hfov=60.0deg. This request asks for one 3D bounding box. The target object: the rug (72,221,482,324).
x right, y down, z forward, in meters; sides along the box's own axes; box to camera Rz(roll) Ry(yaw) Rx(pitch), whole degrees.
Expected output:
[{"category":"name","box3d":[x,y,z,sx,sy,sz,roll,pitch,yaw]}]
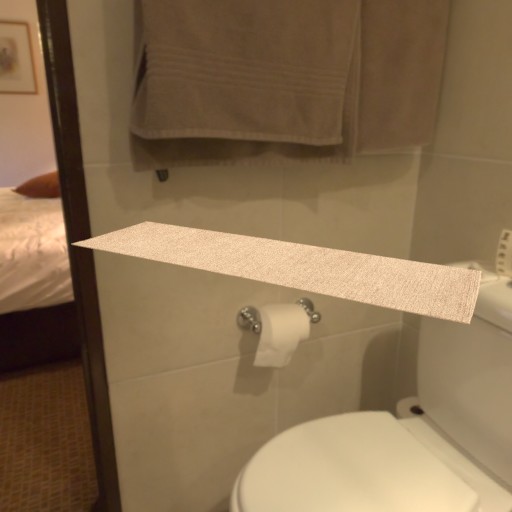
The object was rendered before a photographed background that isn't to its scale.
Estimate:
[{"category":"rug","box3d":[0.000,0.000,2.590,2.346,0.013,0.712,10,20,28]}]
